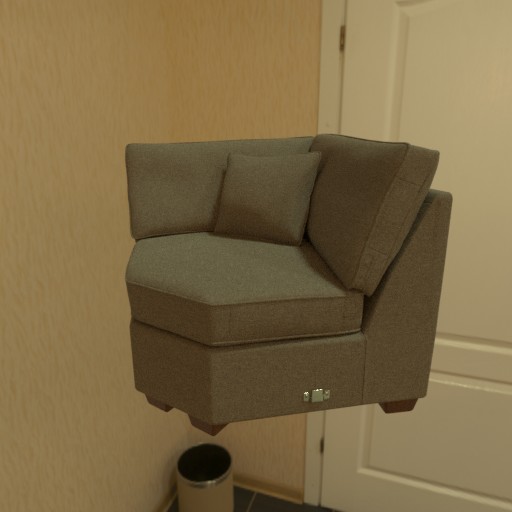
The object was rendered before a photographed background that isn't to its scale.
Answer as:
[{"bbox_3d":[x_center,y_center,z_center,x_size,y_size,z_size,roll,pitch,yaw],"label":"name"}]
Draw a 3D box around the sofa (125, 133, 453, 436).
[{"bbox_3d":[0.000,0.000,1.814,1.050,0.951,1.042,-3,17,-9],"label":"sofa"}]
